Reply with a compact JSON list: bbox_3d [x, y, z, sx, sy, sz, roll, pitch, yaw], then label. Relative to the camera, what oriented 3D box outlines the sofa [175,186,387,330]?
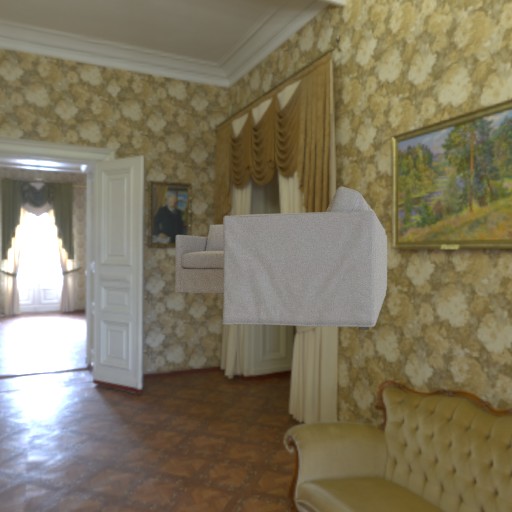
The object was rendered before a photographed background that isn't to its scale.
[{"bbox_3d":[0.000,0.000,4.375,2.432,0.871,3.182,0,0,18],"label":"sofa"}]
